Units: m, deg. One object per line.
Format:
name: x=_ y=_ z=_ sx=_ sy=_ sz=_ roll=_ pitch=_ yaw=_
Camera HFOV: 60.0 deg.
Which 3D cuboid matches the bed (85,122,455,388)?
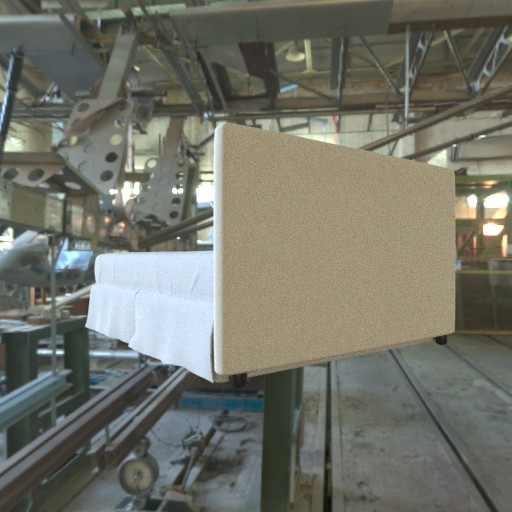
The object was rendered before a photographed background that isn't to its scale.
bed: x=0.000 y=0.000 z=3.642 sx=2.119 sy=1.317 sz=2.341 roll=0 pitch=0 yaw=-36
